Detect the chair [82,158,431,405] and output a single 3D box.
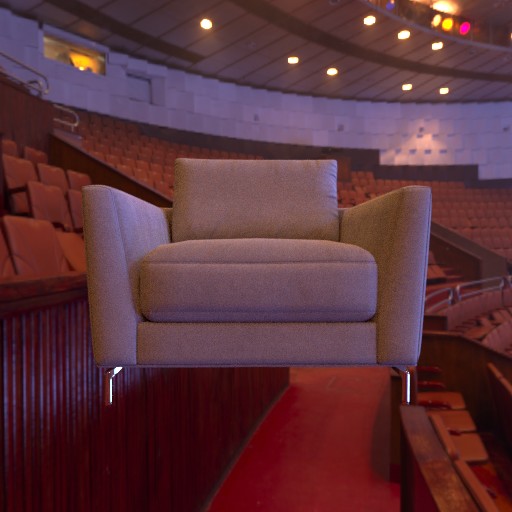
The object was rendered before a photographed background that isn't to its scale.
[{"bbox_3d":[0.000,0.000,1.695,1.041,0.864,0.889,0,1,-1],"label":"chair"}]
